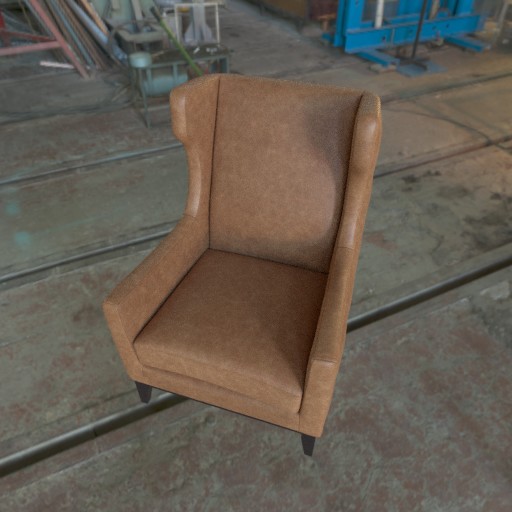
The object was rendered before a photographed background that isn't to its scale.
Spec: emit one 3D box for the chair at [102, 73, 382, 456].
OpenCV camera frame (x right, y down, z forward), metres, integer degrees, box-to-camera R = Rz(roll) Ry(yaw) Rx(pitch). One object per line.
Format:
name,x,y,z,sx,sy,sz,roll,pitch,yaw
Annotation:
chair,0.000,0.000,1.648,0.766,1.079,0.899,12,42,14
